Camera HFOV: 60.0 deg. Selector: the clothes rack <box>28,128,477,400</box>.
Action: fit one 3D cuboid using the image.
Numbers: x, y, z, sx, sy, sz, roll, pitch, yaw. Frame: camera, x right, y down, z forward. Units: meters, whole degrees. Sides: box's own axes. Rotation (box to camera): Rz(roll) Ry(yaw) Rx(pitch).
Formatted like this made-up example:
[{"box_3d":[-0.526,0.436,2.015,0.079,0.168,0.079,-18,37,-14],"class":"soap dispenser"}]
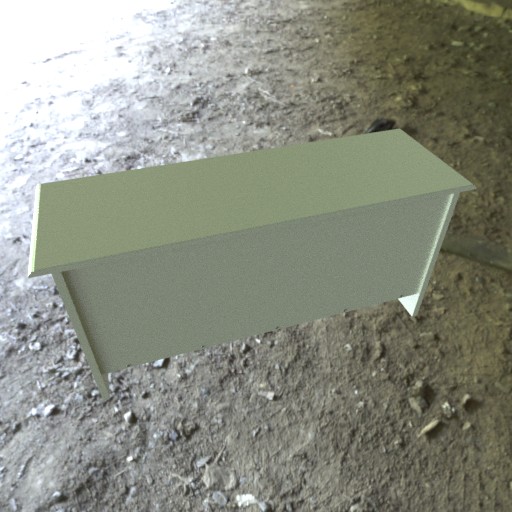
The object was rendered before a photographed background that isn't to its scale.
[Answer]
[{"box_3d":[0.000,0.000,1.463,1.218,0.558,0.405,-12,42,-14],"class":"clothes rack"}]
